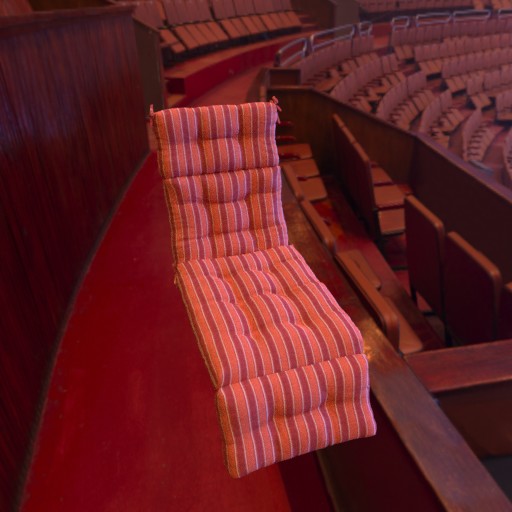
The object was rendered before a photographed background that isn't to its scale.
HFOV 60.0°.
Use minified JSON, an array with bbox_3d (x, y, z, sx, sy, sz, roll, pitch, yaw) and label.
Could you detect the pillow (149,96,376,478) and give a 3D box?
[{"bbox_3d":[0.000,0.000,1.517,0.526,0.863,1.016,-10,32,-16],"label":"pillow"}]
